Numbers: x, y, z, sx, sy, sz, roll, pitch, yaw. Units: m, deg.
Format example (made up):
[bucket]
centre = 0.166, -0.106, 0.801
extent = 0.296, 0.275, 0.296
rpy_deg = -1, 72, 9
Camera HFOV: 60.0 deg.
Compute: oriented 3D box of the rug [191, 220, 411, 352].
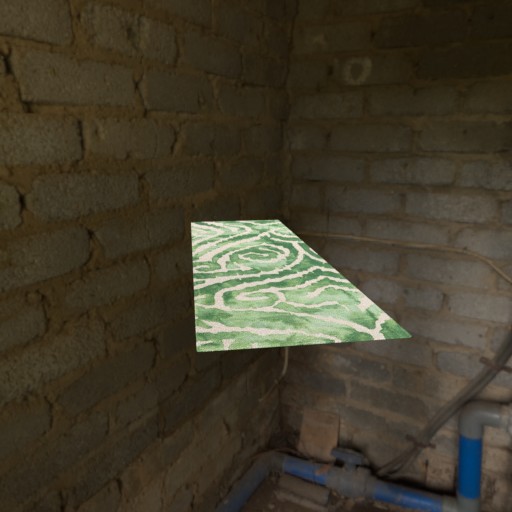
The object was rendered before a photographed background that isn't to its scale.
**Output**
[rug]
centre = 0.000, 0.000, 2.693
extent = 0.761, 0.006, 2.438
rpy_deg = -2, 15, -8
